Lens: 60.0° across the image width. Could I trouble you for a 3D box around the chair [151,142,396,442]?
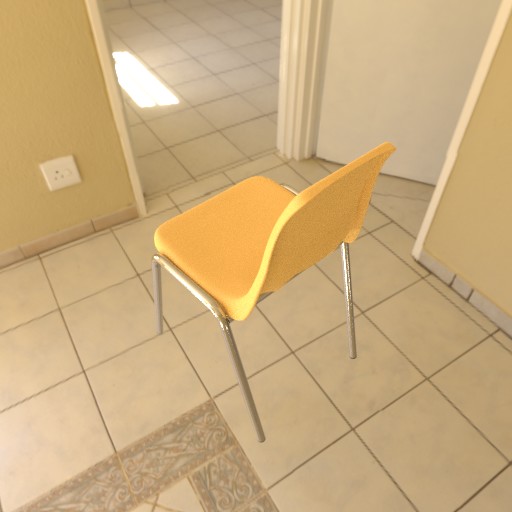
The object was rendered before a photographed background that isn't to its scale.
[{"bbox_3d":[0.000,0.000,0.983,0.381,0.704,0.436,-33,55,-27],"label":"chair"}]
